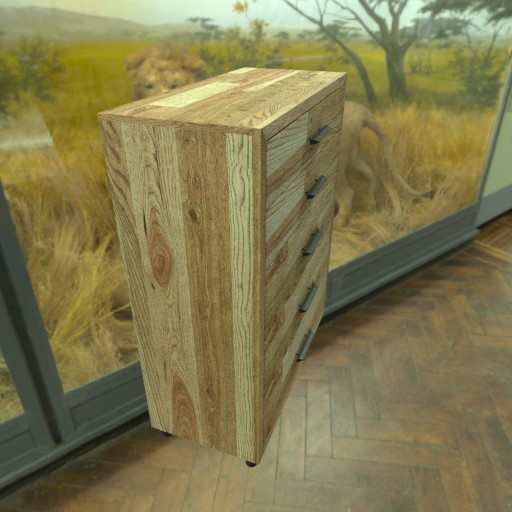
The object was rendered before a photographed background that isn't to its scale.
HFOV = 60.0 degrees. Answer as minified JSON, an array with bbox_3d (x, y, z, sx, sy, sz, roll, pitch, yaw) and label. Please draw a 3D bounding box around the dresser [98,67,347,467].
[{"bbox_3d":[0.000,0.000,1.737,0.480,1.243,0.966,11,32,18],"label":"dresser"}]
